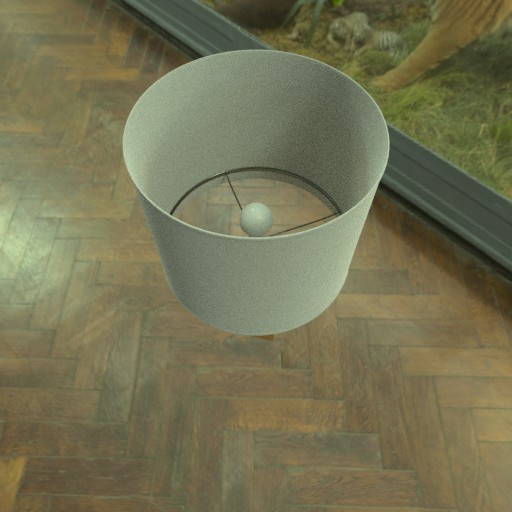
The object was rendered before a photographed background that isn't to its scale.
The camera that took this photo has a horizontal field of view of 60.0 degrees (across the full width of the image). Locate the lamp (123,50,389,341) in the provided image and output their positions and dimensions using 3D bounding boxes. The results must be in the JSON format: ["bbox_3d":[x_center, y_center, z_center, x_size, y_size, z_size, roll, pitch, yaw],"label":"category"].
[{"bbox_3d":[0.000,0.000,0.561,0.229,0.417,0.229,14,59,8],"label":"lamp"}]
